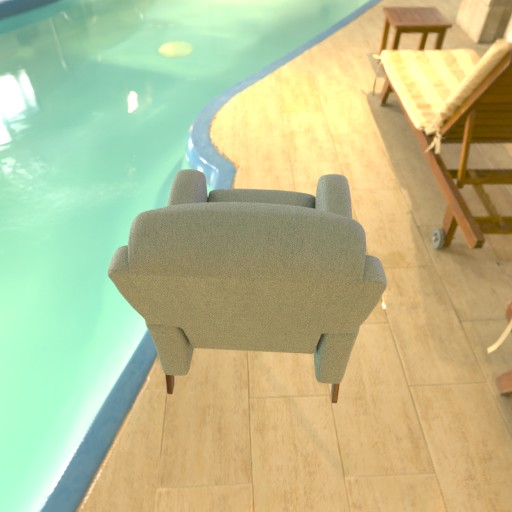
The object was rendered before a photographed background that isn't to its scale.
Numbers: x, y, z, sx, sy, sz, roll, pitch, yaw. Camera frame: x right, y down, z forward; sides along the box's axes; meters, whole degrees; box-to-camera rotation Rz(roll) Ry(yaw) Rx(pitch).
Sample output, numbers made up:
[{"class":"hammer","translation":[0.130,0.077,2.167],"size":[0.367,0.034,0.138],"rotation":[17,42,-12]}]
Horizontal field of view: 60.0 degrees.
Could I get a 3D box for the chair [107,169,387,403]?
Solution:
[{"class":"chair","translation":[0.000,0.000,1.748],"size":[0.785,1.067,0.988],"rotation":[2,46,2]}]
